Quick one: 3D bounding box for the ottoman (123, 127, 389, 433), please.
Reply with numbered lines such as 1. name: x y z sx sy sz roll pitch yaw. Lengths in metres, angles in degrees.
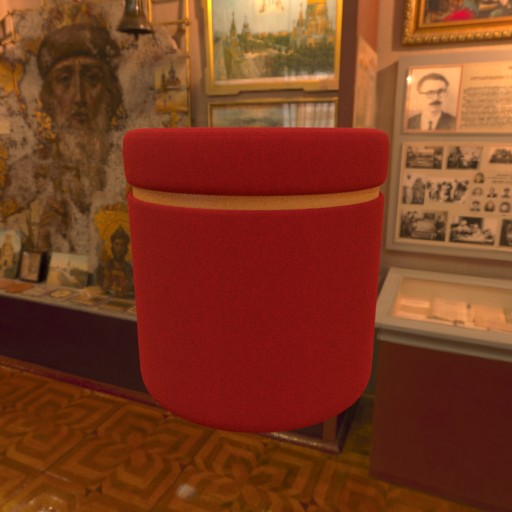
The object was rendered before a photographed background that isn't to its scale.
1. ottoman: 0.000 0.000 0.737 0.400 0.406 0.400 0 15 0
